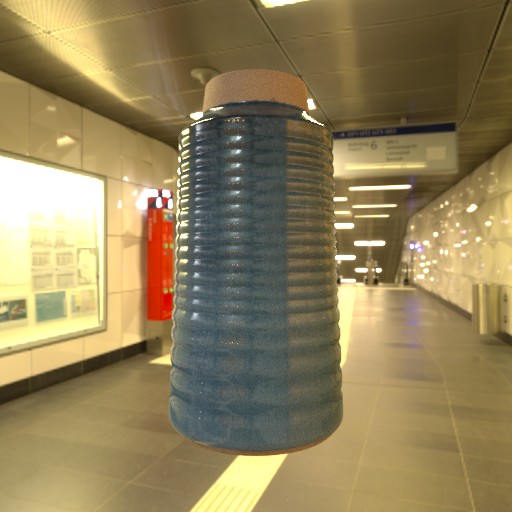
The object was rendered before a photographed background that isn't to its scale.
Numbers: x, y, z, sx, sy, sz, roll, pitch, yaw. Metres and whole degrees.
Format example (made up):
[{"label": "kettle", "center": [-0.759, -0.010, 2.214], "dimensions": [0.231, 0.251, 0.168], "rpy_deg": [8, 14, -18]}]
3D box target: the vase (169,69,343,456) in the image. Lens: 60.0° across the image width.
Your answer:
[{"label": "vase", "center": [0.000, 0.000, 0.422], "dimensions": [0.163, 0.316, 0.163], "rpy_deg": [0, 0, 0]}]
